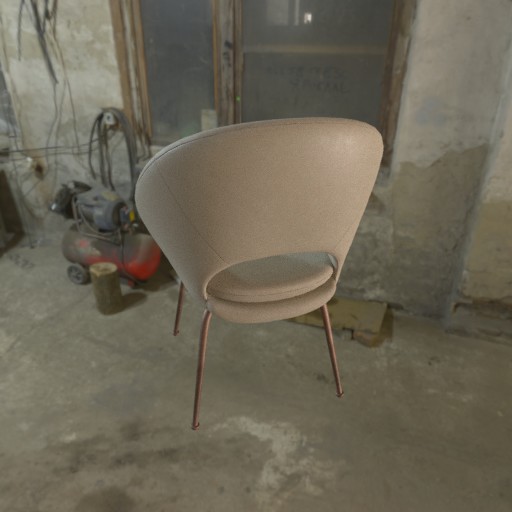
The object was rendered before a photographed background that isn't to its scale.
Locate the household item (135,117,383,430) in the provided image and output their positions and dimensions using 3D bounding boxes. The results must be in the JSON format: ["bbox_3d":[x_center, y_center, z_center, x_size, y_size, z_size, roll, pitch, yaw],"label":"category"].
[{"bbox_3d":[0.000,0.000,1.267,0.623,0.852,0.573,-8,28,-14],"label":"household item"}]
